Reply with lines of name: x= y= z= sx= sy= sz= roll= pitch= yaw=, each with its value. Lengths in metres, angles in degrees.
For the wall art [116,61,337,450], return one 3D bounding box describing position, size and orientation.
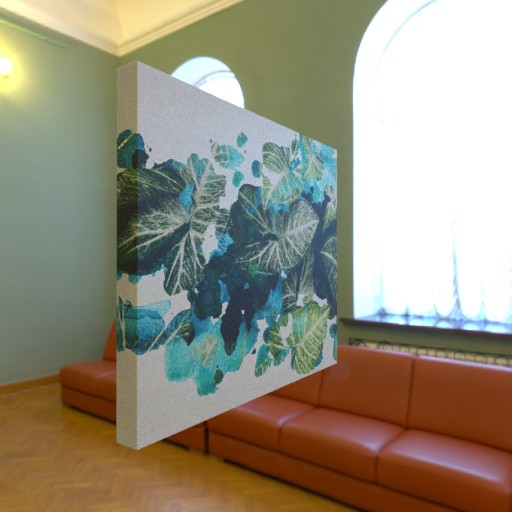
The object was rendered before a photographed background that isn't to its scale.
wall art: x=0.000 y=0.000 z=0.711 sx=0.041 sy=0.435 sz=0.507 roll=0 pitch=0 yaw=36
